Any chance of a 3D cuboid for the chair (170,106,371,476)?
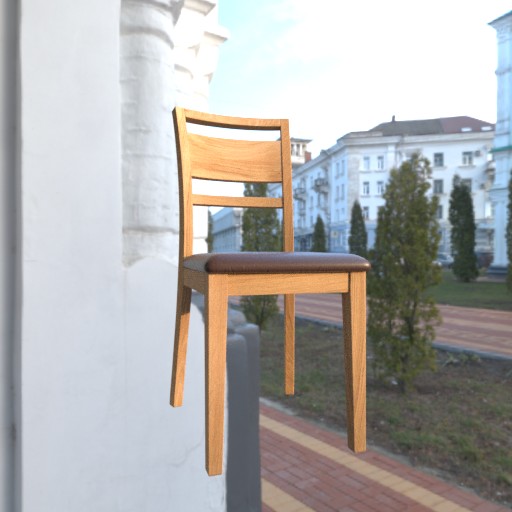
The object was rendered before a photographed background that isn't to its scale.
[{"bbox_3d":[0.000,0.000,1.245,0.420,0.940,0.545,0,0,-19],"label":"chair"}]
